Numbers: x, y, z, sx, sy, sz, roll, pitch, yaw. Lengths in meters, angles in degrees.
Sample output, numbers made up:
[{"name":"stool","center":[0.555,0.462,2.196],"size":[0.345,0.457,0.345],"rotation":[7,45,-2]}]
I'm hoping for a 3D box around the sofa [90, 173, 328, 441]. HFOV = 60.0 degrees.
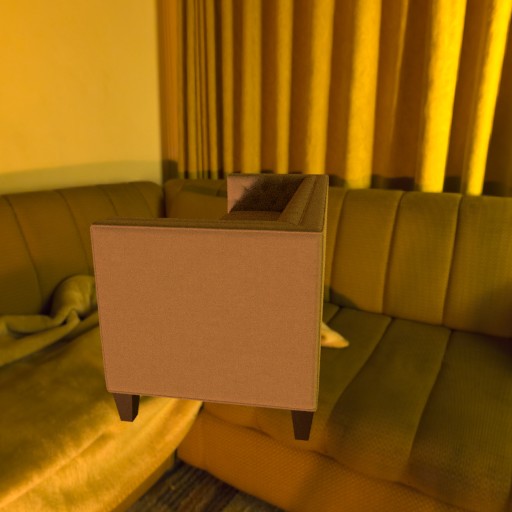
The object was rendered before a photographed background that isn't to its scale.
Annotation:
[{"name":"sofa","center":[0.000,0.000,2.524],"size":[0.775,0.762,2.159],"rotation":[2,15,9]}]
